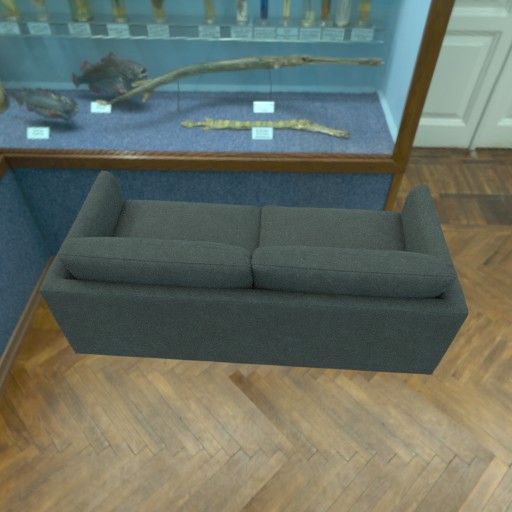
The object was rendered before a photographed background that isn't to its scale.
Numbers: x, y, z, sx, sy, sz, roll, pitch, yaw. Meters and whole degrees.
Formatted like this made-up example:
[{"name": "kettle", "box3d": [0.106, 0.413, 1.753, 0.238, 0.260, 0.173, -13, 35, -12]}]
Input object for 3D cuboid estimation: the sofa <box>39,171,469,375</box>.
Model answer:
[{"name": "sofa", "box3d": [0.000, 0.000, 2.808, 2.257, 0.838, 1.092, 3, 47, 3]}]
